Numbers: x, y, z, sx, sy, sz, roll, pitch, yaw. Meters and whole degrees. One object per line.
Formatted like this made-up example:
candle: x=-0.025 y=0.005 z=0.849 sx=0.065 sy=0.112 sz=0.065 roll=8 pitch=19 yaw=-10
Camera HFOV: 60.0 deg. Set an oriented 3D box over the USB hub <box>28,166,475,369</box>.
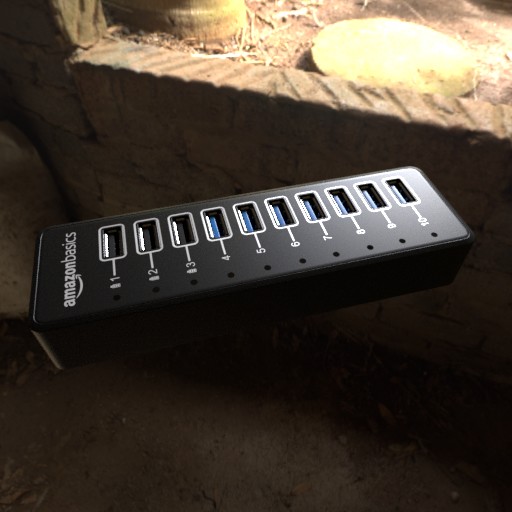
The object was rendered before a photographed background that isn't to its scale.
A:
USB hub: x=0.000 y=0.000 z=0.159 sx=0.145 sy=0.023 sz=0.044 roll=-11 pitch=49 yaw=-10
